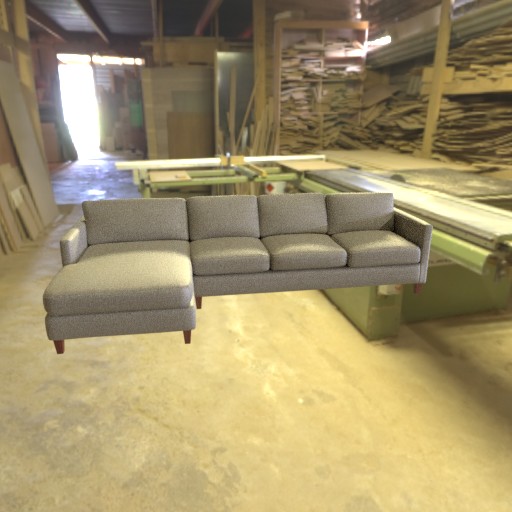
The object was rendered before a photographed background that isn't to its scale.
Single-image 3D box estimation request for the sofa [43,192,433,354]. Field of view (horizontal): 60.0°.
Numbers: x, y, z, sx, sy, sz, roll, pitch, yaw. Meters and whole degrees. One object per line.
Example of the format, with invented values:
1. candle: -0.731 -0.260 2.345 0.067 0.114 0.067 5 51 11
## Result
1. sofa: 0.000 0.000 3.873 3.201 0.876 1.502 -3 18 -9
